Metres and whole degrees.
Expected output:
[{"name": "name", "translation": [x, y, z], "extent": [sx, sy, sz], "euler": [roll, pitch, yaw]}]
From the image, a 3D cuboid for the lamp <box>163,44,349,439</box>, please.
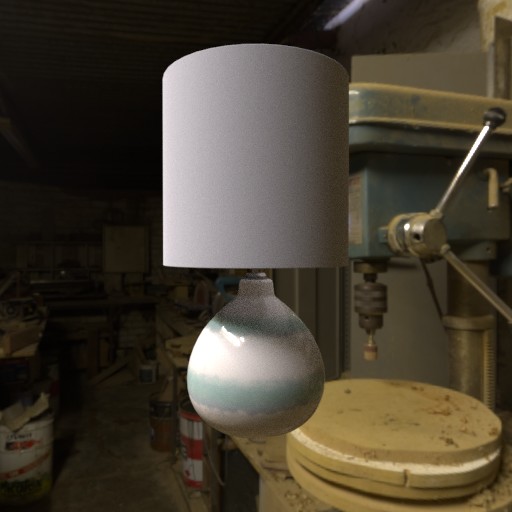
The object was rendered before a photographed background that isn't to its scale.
[{"name": "lamp", "translation": [0.000, 0.000, 0.529], "extent": [0.217, 0.404, 0.217], "euler": [0, 1, -21]}]
